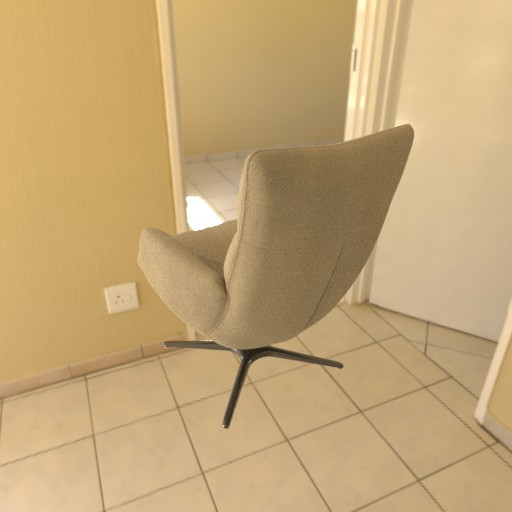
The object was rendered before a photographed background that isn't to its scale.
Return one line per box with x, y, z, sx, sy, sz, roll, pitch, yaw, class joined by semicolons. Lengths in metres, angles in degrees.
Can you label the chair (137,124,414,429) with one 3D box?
0.000;0.000;1.607;0.711;1.016;0.889;-18;33;-29;chair
